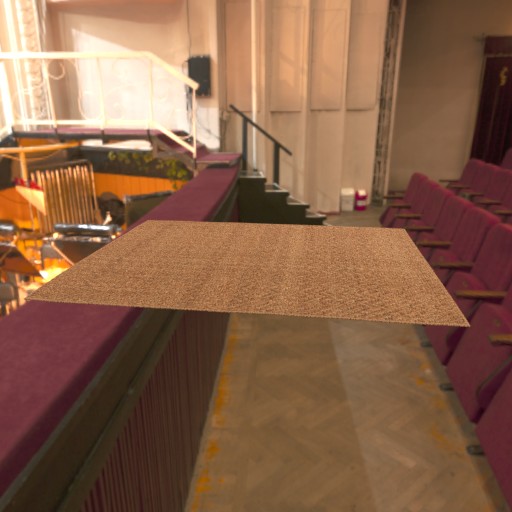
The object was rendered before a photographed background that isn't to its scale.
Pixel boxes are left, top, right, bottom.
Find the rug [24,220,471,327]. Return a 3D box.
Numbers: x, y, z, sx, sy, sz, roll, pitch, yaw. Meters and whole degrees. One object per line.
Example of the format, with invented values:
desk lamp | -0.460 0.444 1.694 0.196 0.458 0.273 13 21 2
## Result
rug | 0.000 0.000 4.074 3.048 0.013 2.439 3 18 8
